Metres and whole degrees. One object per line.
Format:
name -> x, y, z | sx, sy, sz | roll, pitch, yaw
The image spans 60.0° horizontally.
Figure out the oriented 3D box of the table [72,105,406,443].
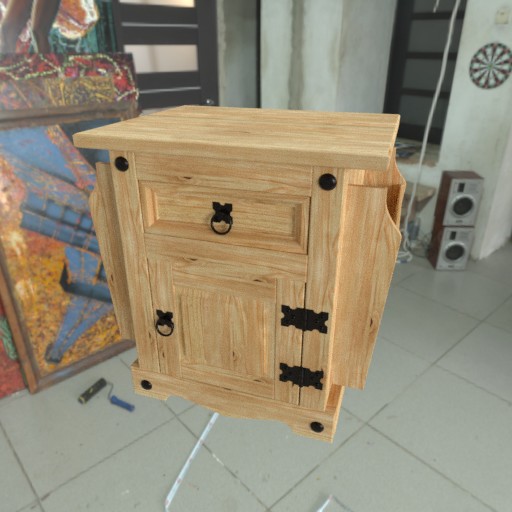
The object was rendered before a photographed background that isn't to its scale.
table -> 0.000, 0.000, 0.885 | 0.530, 0.515, 0.380 | 8, 27, 16
